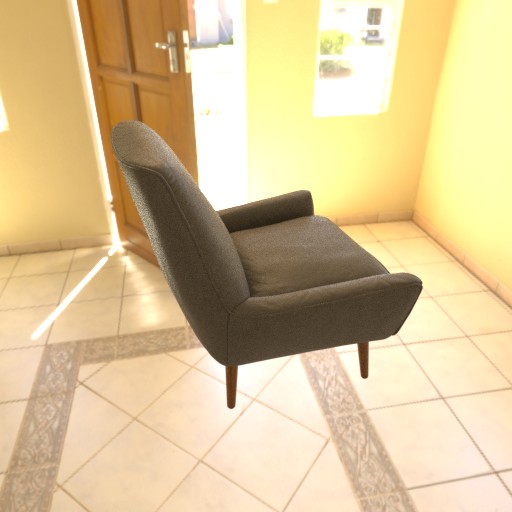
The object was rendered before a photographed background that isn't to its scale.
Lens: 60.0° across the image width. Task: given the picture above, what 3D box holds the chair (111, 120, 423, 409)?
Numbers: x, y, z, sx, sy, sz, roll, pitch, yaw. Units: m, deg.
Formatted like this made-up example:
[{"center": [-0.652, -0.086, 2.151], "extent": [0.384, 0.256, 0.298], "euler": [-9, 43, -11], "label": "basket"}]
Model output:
[{"center": [0.000, 0.000, 1.526], "extent": [0.822, 0.888, 0.787], "euler": [-11, 32, -18], "label": "chair"}]
